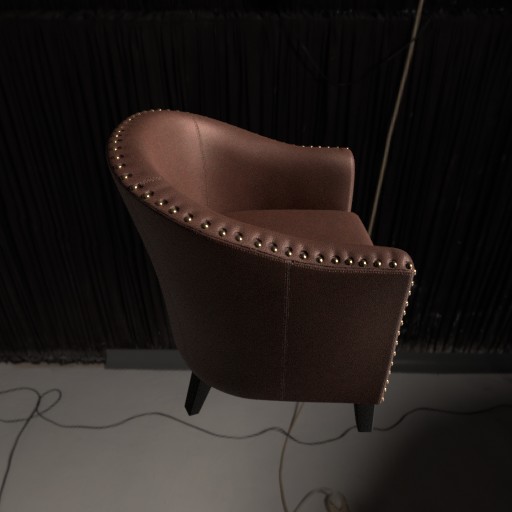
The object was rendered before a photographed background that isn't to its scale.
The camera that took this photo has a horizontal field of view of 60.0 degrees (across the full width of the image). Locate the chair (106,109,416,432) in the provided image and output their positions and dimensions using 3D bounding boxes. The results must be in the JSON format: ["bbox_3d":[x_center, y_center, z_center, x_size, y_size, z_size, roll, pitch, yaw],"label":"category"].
[{"bbox_3d":[0.000,0.000,1.387,0.748,0.823,0.794,0,32,0],"label":"chair"}]
